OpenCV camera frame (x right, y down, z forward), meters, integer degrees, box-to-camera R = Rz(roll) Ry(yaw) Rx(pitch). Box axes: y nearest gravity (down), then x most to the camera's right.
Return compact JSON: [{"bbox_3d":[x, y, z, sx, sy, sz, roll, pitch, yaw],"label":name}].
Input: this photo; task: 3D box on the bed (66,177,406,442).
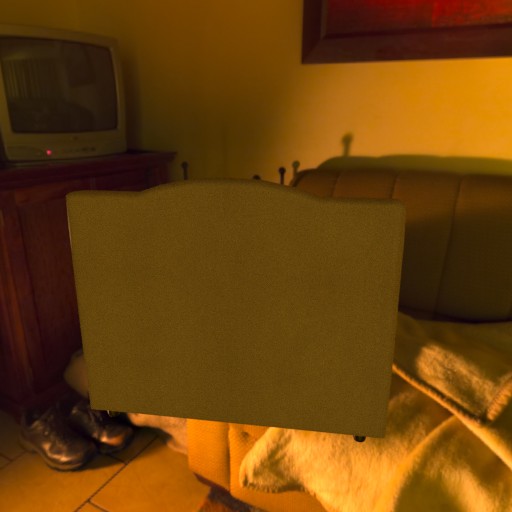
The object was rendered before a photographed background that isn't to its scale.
[{"bbox_3d":[0.000,0.000,3.314,1.744,1.441,2.128,3,18,8],"label":"bed"}]
